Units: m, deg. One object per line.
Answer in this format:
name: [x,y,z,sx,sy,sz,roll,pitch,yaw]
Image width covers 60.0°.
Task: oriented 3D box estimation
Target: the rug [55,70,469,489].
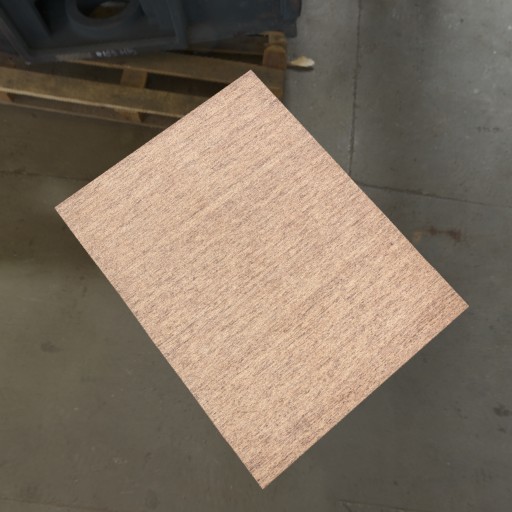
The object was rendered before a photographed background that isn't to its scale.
rug: [0.000,0.000,4.189,2.448,0.013,3.205,-38,79,-9]
